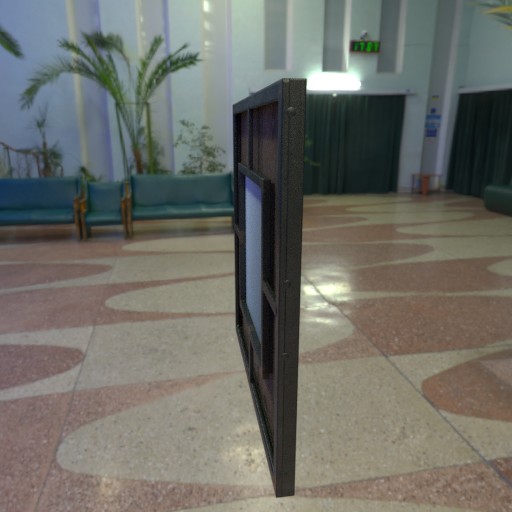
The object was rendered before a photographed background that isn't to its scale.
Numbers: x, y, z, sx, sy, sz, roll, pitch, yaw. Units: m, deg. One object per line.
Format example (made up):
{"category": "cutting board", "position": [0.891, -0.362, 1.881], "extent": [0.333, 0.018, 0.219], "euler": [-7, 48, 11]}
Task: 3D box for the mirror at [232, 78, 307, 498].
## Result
{"category": "mirror", "position": [0.000, 0.000, 0.561], "extent": [0.020, 0.381, 0.382], "euler": [-2, 16, -8]}
